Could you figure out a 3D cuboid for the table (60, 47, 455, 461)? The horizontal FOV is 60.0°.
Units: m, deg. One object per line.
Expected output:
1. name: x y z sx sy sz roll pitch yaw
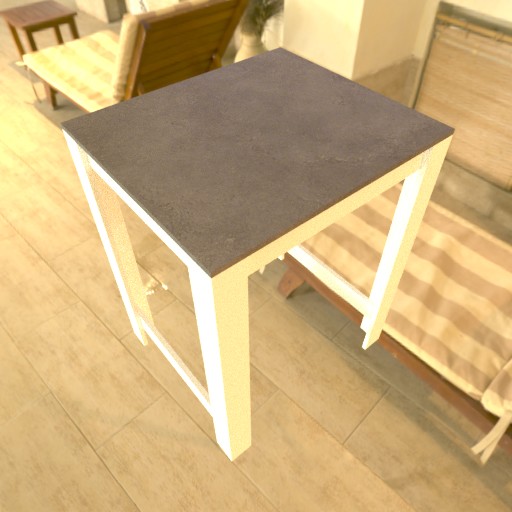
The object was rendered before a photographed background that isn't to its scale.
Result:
1. table: 0.000 0.000 1.562 0.800 1.020 0.700 -31 54 -26
